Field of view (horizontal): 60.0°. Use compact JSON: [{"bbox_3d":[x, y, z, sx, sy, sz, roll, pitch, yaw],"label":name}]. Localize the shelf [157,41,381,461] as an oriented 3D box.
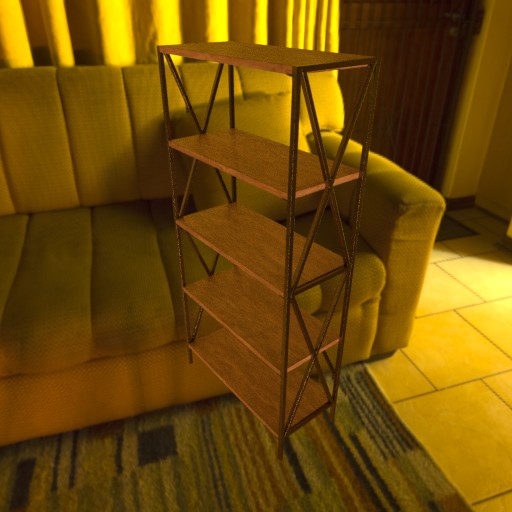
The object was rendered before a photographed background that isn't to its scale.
[{"bbox_3d":[0.000,0.000,2.138,0.386,1.803,0.874,-22,36,-32],"label":"shelf"}]
